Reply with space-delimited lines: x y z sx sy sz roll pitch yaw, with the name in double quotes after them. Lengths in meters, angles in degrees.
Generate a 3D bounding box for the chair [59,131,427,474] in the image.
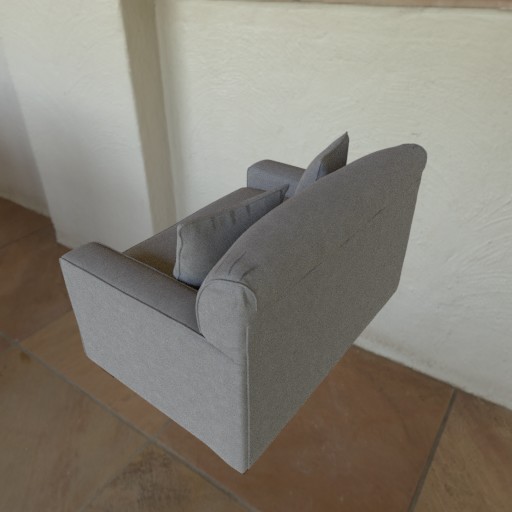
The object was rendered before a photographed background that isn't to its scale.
0.000 0.000 2.047 0.992 0.953 1.395 22 39 31 "chair"
